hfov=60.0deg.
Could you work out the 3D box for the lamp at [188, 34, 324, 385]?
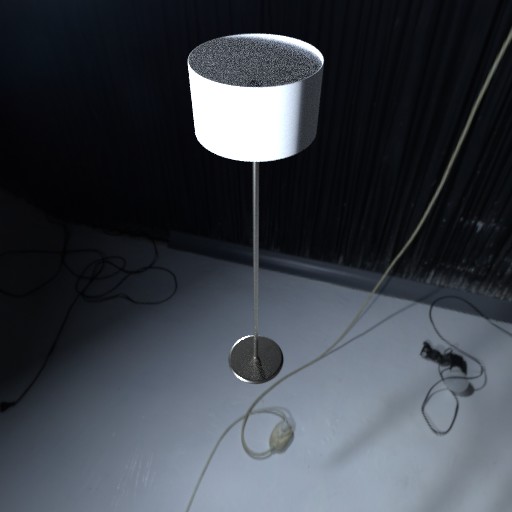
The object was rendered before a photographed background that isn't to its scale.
[{"bbox_3d":[0.000,0.000,1.648,0.347,1.443,0.347,11,46,11],"label":"lamp"}]
